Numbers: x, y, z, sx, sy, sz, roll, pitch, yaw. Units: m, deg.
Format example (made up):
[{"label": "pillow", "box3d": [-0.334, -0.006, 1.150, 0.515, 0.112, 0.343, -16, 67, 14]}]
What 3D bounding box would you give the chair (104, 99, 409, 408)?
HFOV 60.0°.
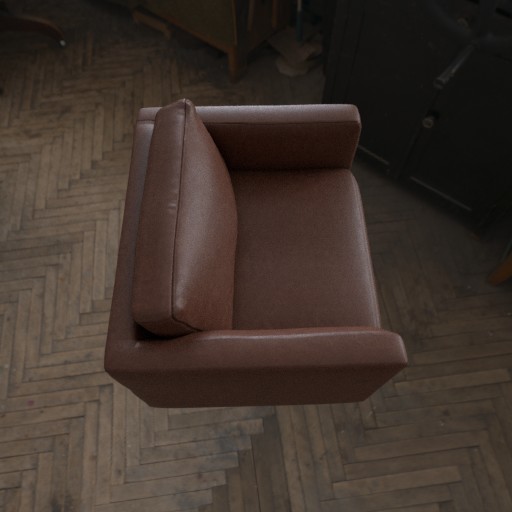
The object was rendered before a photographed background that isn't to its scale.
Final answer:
[{"label": "chair", "box3d": [0.000, 0.000, 1.825, 0.959, 0.917, 1.107, -1, 63, -1]}]
